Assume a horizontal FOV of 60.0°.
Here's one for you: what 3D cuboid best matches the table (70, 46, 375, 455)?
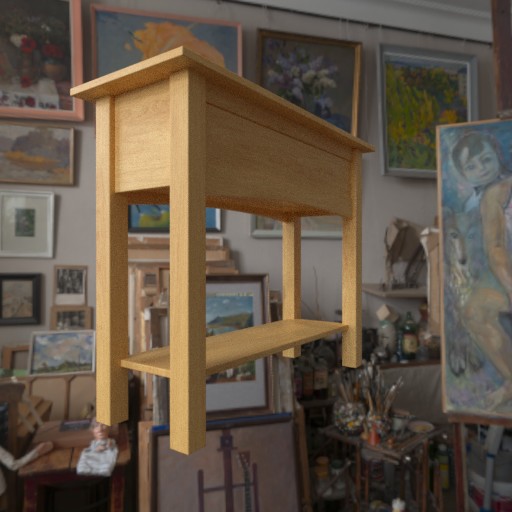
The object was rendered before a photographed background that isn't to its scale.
[{"bbox_3d":[0.000,0.000,1.223,0.340,0.728,0.900,0,0,36],"label":"table"}]
